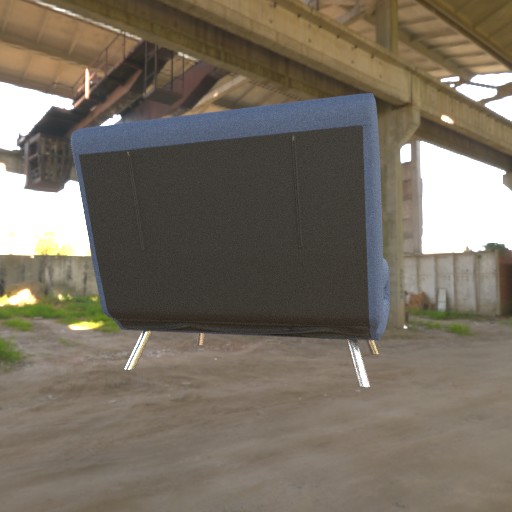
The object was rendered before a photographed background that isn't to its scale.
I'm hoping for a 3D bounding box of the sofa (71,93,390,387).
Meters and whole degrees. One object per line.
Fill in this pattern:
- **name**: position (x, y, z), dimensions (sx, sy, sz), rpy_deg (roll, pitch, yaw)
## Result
- **sofa**: position (0.000, 0.000, 1.763), dimensions (0.999, 0.860, 0.996), rpy_deg (-1, -3, 18)
